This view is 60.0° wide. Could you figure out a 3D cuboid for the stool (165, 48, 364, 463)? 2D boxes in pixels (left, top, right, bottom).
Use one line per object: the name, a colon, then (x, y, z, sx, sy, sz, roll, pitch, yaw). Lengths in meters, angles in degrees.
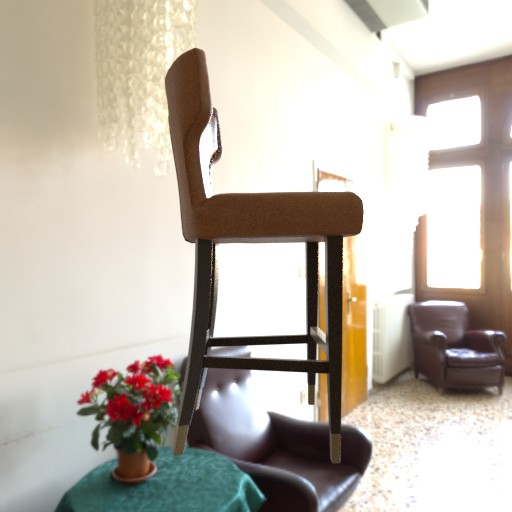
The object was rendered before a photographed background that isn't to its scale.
stool: (0.000, 0.000, 1.402, 0.563, 1.092, 0.526, 0, 0, -1)
